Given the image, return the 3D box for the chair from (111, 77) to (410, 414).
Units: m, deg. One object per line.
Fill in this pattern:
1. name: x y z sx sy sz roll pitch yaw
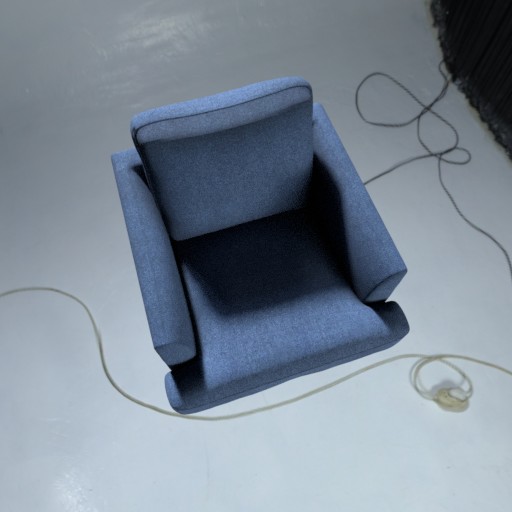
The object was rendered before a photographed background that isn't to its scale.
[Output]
1. chair: 0.000 0.000 1.642 0.858 0.957 0.899 -16 65 -8
